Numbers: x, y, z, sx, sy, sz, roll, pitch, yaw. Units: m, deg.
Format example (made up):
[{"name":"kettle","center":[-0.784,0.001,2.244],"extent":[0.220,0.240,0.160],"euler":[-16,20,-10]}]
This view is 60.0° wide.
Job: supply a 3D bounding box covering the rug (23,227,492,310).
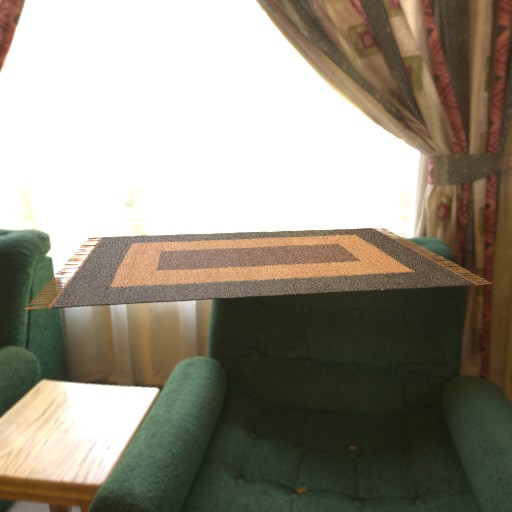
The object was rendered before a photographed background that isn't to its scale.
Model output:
[{"name":"rug","center":[0.000,0.000,1.856],"extent":[1.541,0.013,0.920],"euler":[-2,16,-8]}]
